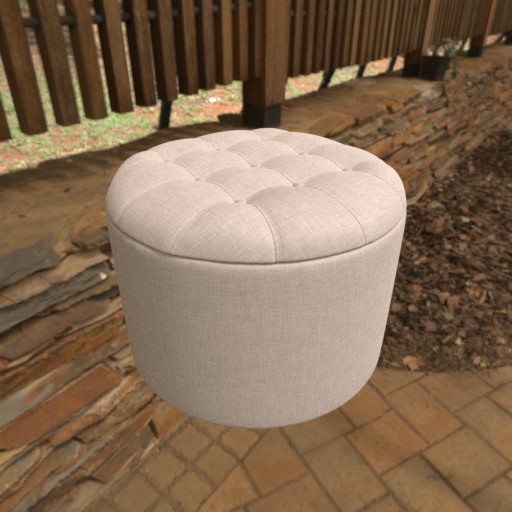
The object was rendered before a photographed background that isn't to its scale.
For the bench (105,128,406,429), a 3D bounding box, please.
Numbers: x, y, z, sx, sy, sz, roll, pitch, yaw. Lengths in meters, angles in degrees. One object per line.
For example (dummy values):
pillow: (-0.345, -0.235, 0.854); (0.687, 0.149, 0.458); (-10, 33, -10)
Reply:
bench: (0.000, 0.000, 0.992); (0.600, 0.453, 0.600); (0, 31, 0)
